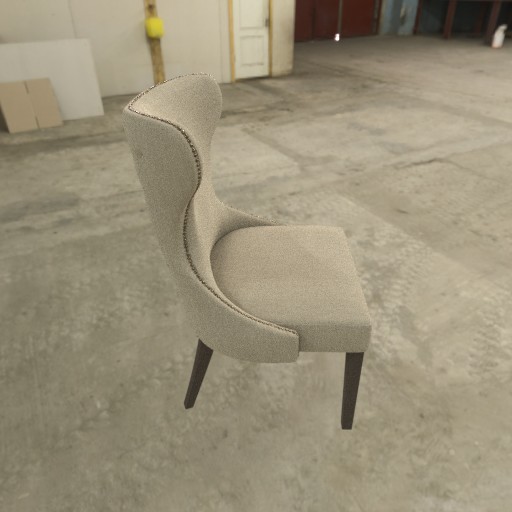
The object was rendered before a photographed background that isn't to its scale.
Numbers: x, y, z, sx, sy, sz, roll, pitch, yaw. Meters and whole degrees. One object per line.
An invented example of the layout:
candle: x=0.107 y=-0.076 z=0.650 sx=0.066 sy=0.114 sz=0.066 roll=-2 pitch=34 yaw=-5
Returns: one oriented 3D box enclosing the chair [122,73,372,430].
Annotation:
chair: x=0.000 y=0.000 z=1.359 sx=0.635 sy=0.967 sz=0.628 roll=1 pitch=32 yaw=1
